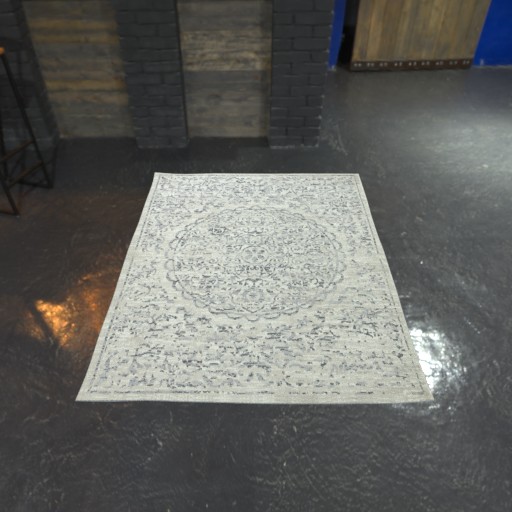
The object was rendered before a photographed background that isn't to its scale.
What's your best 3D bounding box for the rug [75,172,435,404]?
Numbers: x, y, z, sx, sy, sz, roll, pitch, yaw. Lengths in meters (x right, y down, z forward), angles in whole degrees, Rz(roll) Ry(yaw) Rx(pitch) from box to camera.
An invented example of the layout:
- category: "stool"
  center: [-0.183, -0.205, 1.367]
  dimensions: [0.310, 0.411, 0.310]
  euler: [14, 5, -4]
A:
- category: "rug"
  center: [0.000, 0.000, 3.989]
  dimensions: [2.343, 0.026, 2.925]
  euler: [0, 41, 0]
